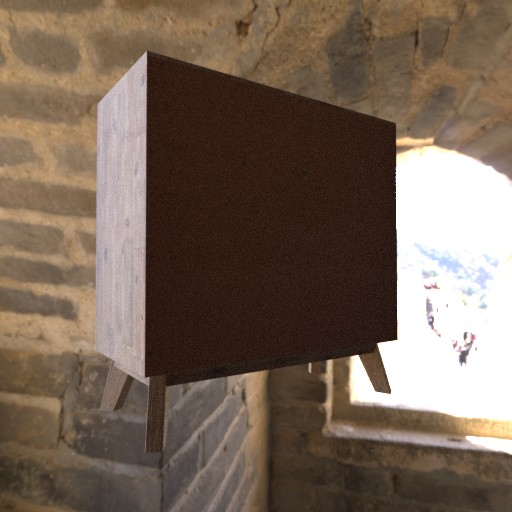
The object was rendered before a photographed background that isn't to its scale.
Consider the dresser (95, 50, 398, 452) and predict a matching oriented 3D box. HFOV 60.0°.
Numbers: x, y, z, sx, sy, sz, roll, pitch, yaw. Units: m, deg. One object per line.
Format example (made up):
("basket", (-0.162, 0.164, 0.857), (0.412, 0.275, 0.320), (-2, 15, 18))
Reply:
("dresser", (0.000, 0.000, 1.593), (0.998, 1.029, 0.455), (1, -2, -35))
